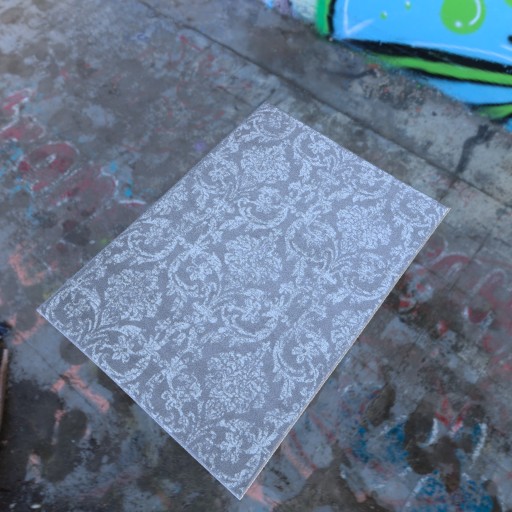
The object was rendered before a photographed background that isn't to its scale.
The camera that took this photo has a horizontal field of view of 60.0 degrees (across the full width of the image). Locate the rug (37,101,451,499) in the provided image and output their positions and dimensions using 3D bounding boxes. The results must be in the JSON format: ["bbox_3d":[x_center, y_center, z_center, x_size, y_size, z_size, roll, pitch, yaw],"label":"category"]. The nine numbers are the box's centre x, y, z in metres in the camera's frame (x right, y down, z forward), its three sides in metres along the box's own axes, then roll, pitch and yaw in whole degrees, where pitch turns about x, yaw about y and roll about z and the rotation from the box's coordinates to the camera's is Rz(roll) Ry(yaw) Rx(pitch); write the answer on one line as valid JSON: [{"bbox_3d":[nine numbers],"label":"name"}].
[{"bbox_3d":[0.000,0.000,2.805,1.578,0.014,2.206,36,68,17],"label":"rug"}]
